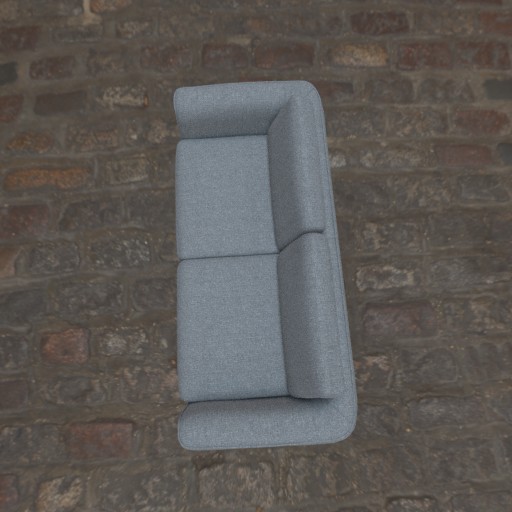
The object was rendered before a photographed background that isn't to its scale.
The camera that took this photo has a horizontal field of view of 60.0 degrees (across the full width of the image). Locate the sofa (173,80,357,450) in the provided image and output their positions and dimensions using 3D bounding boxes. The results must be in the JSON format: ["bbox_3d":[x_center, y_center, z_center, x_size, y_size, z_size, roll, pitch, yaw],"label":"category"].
[{"bbox_3d":[0.000,0.000,2.516,0.920,0.870,2.000,-3,74,-1],"label":"sofa"}]
